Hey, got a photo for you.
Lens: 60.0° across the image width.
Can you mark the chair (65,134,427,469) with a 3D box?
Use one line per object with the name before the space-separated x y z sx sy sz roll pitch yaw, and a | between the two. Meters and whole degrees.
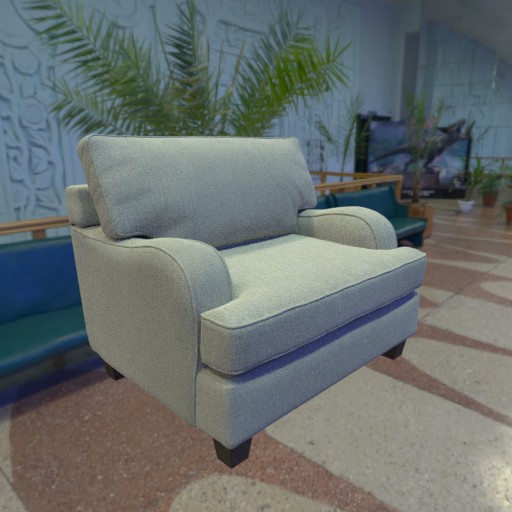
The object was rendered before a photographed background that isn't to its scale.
chair | 0.000 0.000 1.926 1.220 1.016 1.041 -14 20 -43
